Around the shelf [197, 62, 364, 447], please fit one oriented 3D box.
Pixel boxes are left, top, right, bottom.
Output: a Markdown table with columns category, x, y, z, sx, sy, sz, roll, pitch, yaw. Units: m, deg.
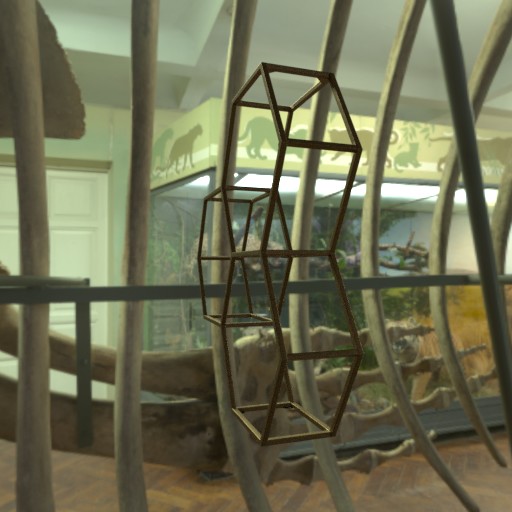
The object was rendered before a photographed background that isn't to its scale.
| category | x | y | z | sx | sy | sz | roll | pitch | yaw |
| --- | --- | --- | --- | --- | --- | --- | --- | --- | --- |
| shelf | 0.000 | 0.000 | 1.070 | 0.150 | 0.701 | 0.708 | 1 | -2 | -19 |
